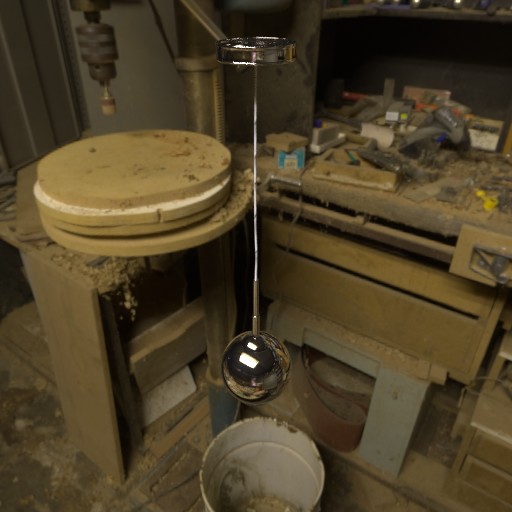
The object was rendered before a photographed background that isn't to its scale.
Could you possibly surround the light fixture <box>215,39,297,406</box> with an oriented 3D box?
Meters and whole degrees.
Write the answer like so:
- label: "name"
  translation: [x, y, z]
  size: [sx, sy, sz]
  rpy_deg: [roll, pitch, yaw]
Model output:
- label: "light fixture"
  translation: [0.000, 0.000, 1.758]
  size: [0.336, 1.538, 0.336]
  rpy_deg: [21, 38, 30]
